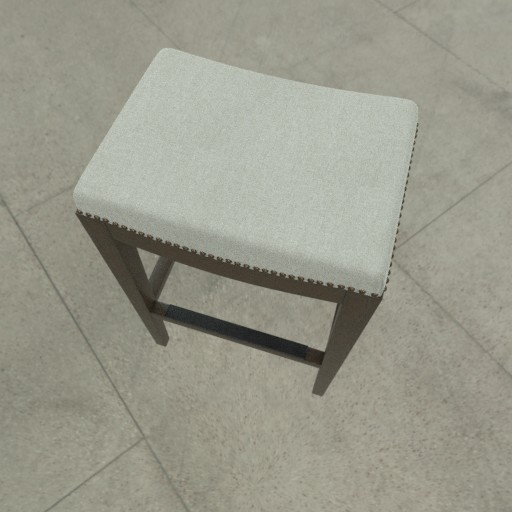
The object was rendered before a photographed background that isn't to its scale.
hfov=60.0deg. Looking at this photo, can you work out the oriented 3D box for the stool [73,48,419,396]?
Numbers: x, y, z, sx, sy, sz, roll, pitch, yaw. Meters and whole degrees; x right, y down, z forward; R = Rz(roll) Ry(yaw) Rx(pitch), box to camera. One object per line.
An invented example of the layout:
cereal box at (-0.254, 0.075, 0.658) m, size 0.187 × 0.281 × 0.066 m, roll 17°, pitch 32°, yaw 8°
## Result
stool at (0.000, 0.000, 1.012) m, size 0.498 × 0.759 × 0.358 m, roll 16°, pitch 63°, yaw 8°
